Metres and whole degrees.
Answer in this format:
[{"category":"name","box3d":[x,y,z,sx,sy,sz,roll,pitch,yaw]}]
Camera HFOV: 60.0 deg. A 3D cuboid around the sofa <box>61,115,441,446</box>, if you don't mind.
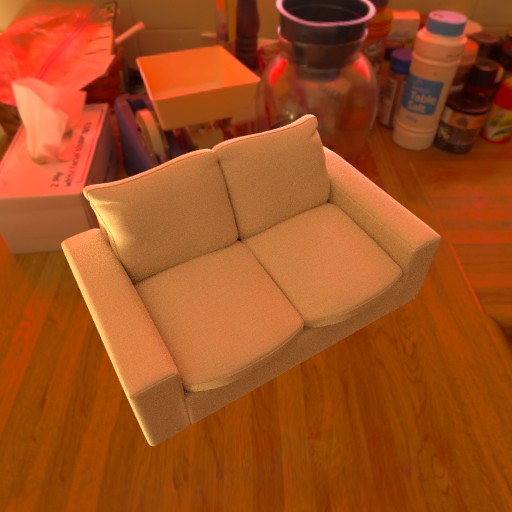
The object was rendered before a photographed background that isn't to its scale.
[{"category":"sofa","box3d":[0.000,0.000,2.397,1.754,0.875,1.091,-24,51,-21]}]
